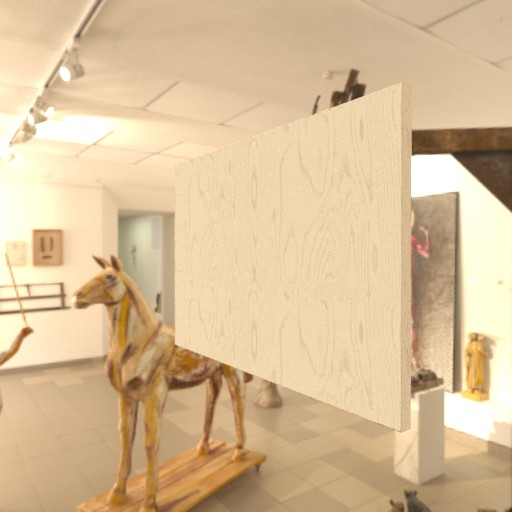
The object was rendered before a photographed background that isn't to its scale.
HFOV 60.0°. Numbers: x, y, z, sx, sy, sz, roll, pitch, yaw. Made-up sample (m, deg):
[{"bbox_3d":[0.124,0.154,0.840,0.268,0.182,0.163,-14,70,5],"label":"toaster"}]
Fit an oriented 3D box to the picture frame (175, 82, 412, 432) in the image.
[{"bbox_3d":[0.000,0.000,1.204,0.029,0.640,0.950,0,1,-36],"label":"picture frame"}]
